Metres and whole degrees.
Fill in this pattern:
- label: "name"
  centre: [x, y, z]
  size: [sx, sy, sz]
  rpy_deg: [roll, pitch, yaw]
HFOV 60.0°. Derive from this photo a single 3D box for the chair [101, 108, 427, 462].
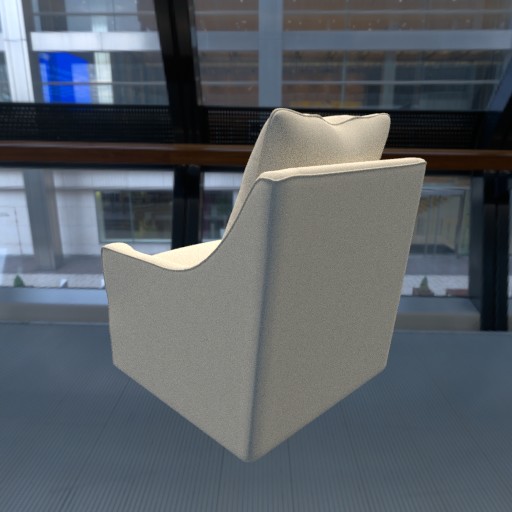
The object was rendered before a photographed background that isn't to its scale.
- label: "chair"
  centre: [0.000, 0.000, 1.580]
  size: [0.756, 0.965, 0.876]
  rpy_deg: [-15, 22, -43]
